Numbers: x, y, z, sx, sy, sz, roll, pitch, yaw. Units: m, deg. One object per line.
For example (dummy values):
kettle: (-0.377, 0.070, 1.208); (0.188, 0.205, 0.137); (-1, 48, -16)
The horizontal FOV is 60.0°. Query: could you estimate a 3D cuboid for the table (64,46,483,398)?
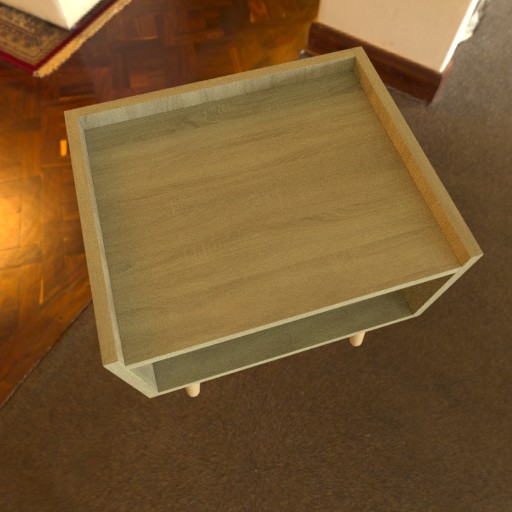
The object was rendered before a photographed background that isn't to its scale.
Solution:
table: (0.000, 0.000, 0.784); (0.450, 0.470, 0.370); (-15, 65, -7)
